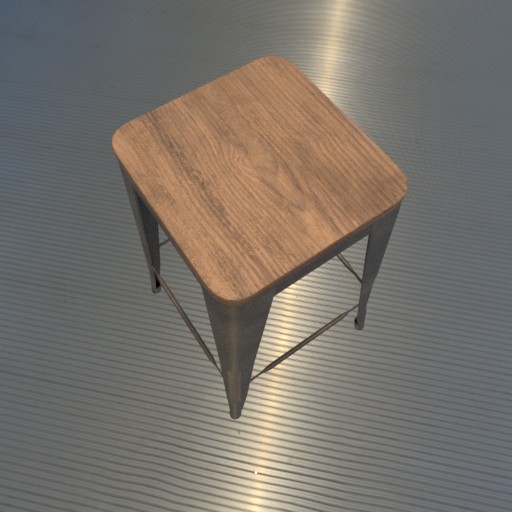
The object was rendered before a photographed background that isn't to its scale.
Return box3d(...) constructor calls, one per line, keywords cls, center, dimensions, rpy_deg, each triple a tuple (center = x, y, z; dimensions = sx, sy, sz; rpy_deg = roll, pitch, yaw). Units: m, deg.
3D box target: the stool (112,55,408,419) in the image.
box3d(cls="stool", center=(0.000, 0.000, 0.887), dimensions=(0.407, 0.607, 0.407), rpy_deg=(-32, 68, -14))
